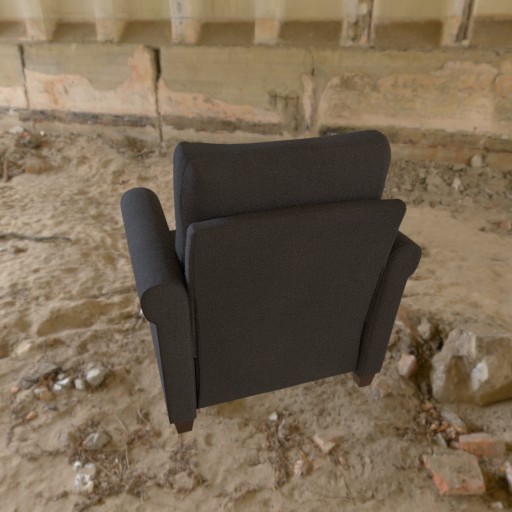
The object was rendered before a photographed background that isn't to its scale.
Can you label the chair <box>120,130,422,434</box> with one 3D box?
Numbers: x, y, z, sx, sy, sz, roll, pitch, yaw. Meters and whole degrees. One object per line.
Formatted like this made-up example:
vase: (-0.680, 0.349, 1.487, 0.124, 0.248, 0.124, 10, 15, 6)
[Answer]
chair: (0.000, 0.000, 1.588, 0.867, 0.942, 0.828, -8, 27, -17)
